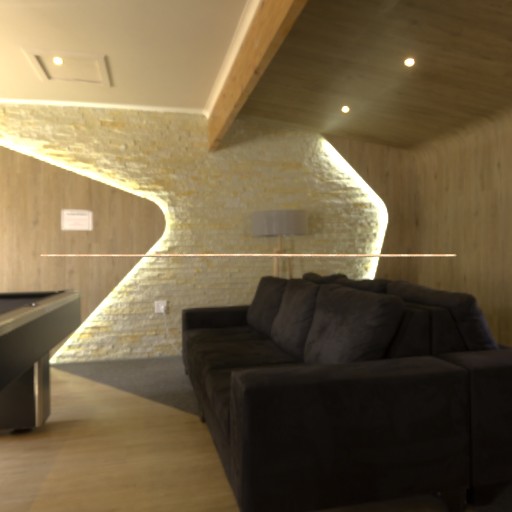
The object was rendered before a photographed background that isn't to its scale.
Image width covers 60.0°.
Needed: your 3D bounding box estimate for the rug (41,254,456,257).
[{"bbox_3d":[0.000,0.000,2.658,1.524,0.013,2.135,0,0,2],"label":"rug"}]
